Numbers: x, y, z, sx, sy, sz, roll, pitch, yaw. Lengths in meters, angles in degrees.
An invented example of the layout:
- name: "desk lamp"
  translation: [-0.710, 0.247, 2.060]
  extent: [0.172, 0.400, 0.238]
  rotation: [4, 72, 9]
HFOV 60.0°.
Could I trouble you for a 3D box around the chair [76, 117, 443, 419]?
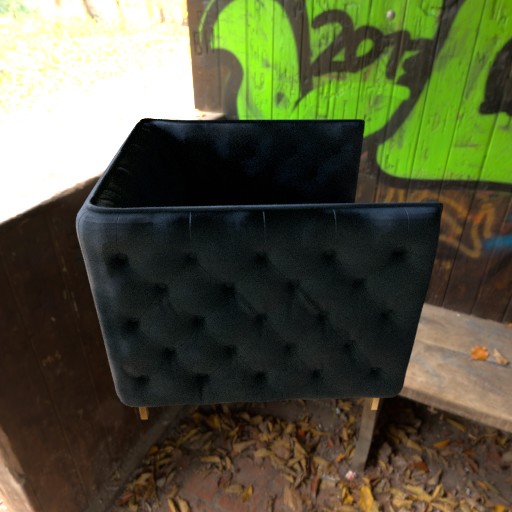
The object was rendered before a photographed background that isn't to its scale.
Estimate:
- name: "chair"
  translation: [0.000, 0.000, 1.546]
  extent: [0.877, 0.771, 0.868]
  rotation: [-2, 32, -2]
